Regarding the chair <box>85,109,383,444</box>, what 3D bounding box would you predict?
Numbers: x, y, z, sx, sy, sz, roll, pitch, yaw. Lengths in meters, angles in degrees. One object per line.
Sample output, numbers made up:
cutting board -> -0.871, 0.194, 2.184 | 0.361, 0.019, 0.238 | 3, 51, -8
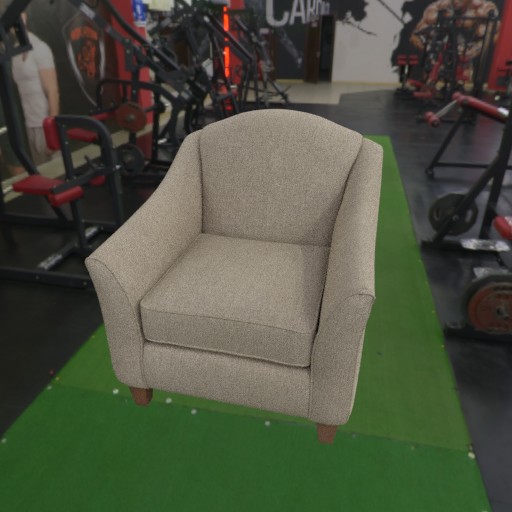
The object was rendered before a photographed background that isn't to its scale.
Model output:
chair -> 0.000, 0.000, 1.481 | 0.763, 0.839, 0.787 | 7, 28, 13
